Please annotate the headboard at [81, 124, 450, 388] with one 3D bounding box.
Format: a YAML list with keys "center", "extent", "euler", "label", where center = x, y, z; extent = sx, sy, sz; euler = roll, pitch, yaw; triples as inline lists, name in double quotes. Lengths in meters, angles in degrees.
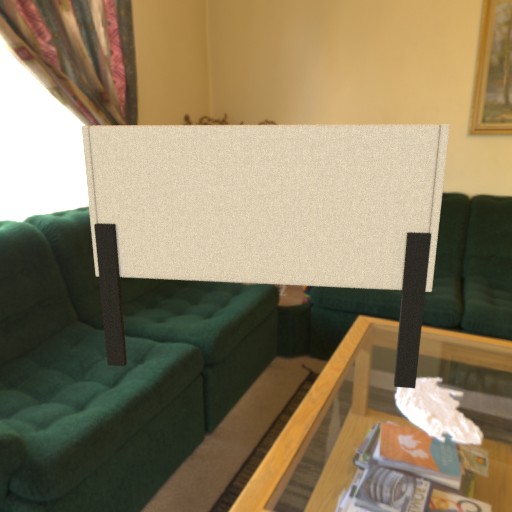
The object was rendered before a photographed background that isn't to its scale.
- center: [0.000, 0.000, 2.690]
  extent: [2.051, 1.524, 0.184]
  euler: [2, 15, 8]
  label: "headboard"
